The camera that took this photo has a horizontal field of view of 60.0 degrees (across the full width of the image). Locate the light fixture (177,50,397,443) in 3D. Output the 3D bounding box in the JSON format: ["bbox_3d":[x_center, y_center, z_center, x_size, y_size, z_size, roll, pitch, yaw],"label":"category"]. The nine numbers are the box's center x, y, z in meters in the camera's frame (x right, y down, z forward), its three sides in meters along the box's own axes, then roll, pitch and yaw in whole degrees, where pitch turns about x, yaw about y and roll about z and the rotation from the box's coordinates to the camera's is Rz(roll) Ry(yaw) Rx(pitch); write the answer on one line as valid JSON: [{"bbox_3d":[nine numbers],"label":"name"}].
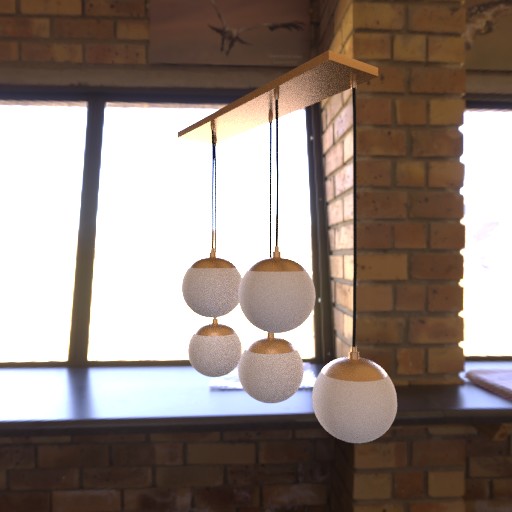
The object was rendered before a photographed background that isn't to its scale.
[{"bbox_3d":[0.000,0.000,1.295,0.299,0.869,0.863,0,0,-35],"label":"light fixture"}]
